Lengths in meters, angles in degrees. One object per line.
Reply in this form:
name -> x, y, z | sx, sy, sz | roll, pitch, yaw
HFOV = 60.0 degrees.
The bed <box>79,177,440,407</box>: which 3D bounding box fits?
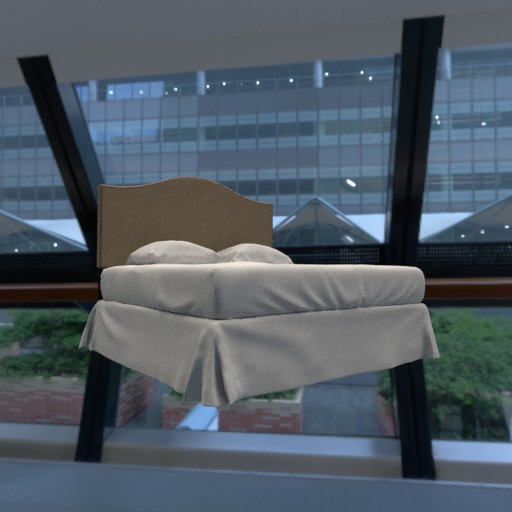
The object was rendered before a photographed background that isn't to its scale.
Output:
bed -> 0.000, 0.000, 3.751 | 2.311, 1.651, 2.222 | 1, -2, -37
